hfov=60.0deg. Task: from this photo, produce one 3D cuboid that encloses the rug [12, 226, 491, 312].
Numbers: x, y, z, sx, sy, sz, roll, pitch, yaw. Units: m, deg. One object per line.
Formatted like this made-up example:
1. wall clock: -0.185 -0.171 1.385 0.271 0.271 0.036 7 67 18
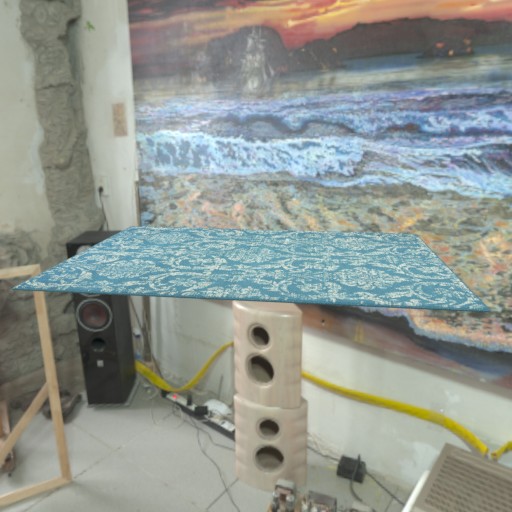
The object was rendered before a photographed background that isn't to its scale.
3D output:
1. rug: 0.000 0.000 3.382 2.746 0.018 1.816 2 16 7
